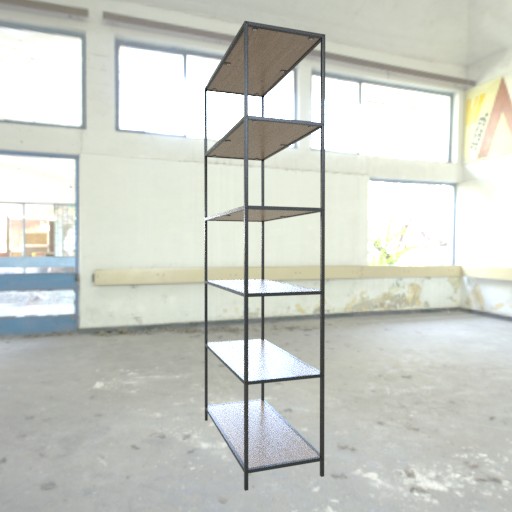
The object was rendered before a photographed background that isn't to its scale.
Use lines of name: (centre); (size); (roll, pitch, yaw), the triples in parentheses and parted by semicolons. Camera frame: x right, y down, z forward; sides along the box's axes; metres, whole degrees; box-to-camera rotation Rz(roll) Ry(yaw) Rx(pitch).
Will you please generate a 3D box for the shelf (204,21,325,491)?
shelf: (0.000, 0.000, 2.164); (0.350, 1.850, 0.770); (0, 1, -19)
